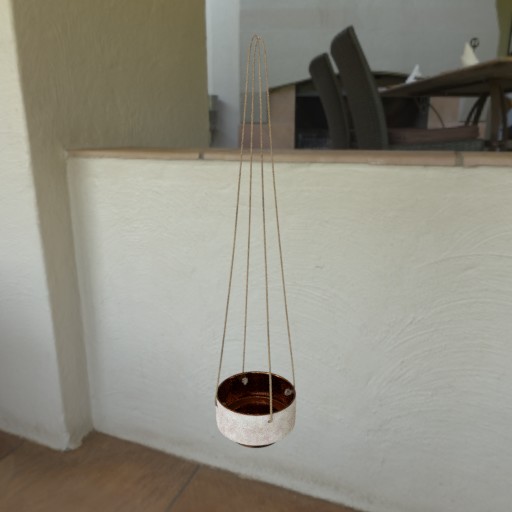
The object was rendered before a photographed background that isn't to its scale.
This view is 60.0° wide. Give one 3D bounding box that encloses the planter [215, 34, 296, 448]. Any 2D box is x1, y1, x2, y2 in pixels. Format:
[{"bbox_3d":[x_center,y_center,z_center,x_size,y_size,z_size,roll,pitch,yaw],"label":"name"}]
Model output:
[{"bbox_3d":[0.000,0.000,1.131,0.223,1.030,0.223,7,17,25],"label":"planter"}]
